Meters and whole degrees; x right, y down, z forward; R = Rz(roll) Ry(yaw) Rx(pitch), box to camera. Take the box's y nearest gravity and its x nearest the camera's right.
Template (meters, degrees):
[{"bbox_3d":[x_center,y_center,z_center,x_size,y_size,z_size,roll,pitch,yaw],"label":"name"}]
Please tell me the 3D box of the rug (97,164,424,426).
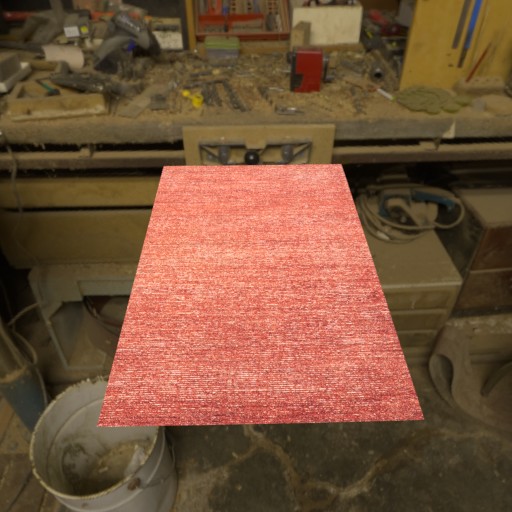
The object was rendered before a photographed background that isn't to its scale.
[{"bbox_3d":[0.000,0.000,2.190,1.139,0.011,1.747,-1,42,-1],"label":"rug"}]
